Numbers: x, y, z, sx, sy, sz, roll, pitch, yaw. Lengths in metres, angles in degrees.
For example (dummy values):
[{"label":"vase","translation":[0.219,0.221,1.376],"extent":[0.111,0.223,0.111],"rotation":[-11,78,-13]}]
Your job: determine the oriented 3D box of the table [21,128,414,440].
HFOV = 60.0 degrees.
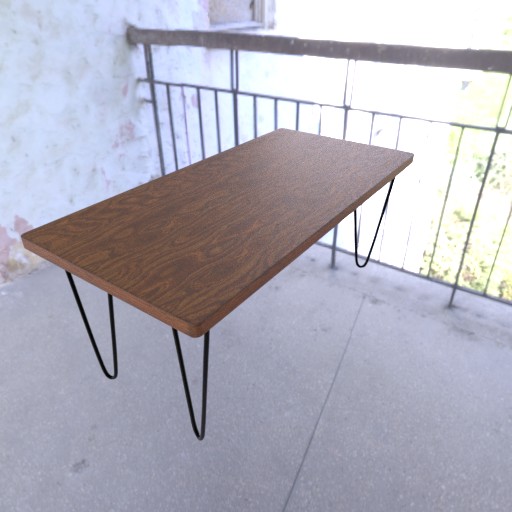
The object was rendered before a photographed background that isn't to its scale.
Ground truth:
[{"label":"table","translation":[0.000,0.000,2.236],"extent":[0.883,0.753,1.791],"rotation":[21,37,30]}]
